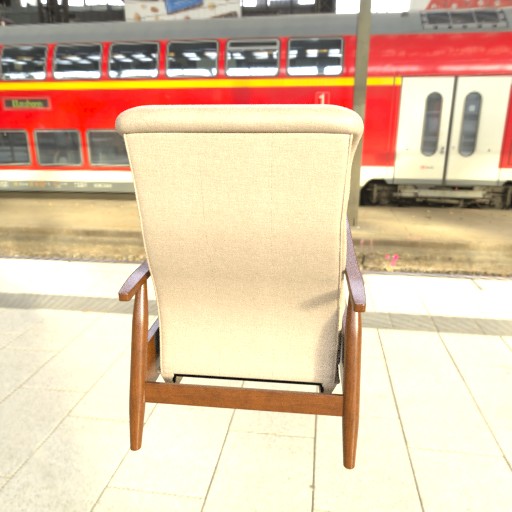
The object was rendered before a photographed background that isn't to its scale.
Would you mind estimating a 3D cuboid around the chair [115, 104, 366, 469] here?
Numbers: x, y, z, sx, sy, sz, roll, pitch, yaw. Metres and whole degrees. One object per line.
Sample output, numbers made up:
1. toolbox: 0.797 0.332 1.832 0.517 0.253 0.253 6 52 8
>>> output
1. chair: 0.000 0.000 1.727 0.762 1.082 1.030 2 17 6
